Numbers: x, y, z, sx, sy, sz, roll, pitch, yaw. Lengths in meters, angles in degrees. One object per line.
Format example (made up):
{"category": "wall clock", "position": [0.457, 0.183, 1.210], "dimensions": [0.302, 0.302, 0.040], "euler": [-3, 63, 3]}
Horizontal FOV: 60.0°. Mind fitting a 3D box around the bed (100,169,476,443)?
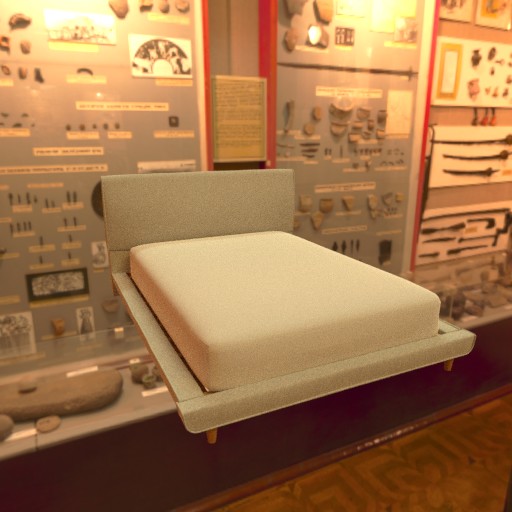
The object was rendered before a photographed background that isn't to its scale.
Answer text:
{"category": "bed", "position": [0.000, 0.000, 3.251], "dimensions": [1.840, 1.067, 2.368], "euler": [-7, 17, -24]}
